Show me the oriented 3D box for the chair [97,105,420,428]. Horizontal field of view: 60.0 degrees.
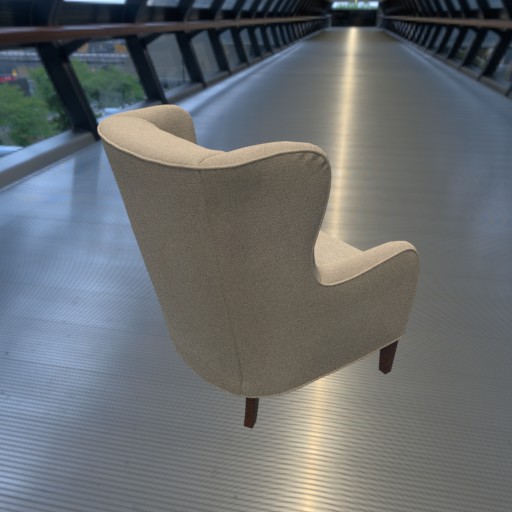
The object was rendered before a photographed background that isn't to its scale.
[{"bbox_3d":[0.000,0.000,1.690,0.966,1.040,0.838,-18,32,-30],"label":"chair"}]
